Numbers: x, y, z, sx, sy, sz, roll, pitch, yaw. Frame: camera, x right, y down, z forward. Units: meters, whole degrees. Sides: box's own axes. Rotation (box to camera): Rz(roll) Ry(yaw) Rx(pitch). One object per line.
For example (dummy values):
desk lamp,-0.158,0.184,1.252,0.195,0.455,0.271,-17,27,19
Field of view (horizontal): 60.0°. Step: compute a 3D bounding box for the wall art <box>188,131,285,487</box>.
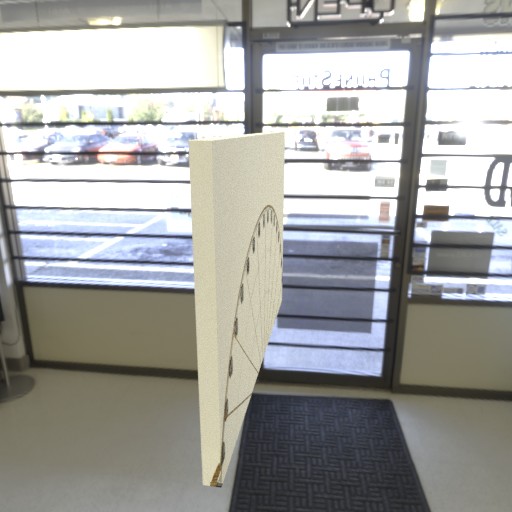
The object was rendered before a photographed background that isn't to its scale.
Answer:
wall art,0.000,0.000,1.133,0.038,0.601,0.898,3,17,10
